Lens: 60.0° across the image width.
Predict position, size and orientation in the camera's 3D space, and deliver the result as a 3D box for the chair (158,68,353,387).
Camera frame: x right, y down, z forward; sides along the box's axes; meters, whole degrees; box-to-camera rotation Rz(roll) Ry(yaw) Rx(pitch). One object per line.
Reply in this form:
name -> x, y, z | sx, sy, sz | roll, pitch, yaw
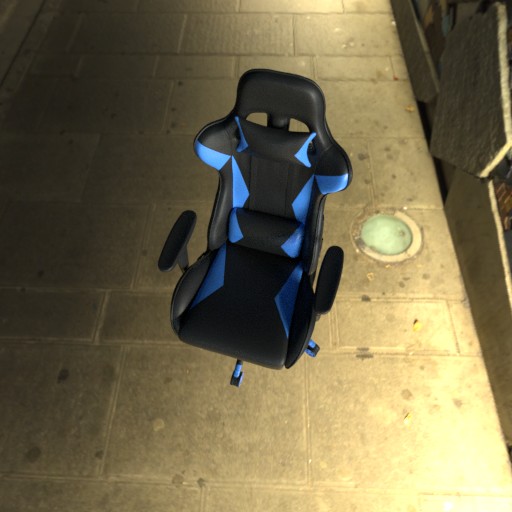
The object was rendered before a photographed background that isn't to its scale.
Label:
chair -> 0.000, 0.000, 1.751 | 0.695, 1.282, 0.730 | 14, 59, 9
